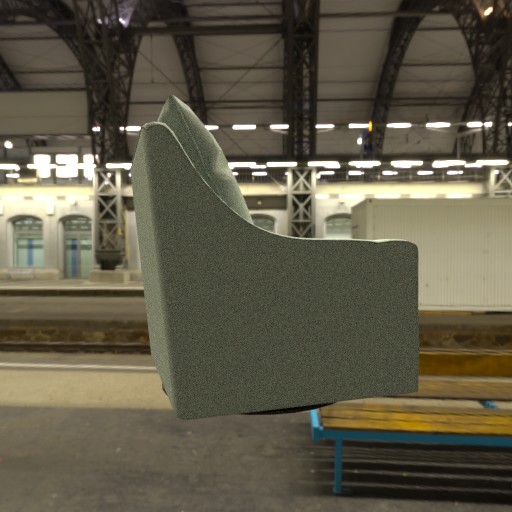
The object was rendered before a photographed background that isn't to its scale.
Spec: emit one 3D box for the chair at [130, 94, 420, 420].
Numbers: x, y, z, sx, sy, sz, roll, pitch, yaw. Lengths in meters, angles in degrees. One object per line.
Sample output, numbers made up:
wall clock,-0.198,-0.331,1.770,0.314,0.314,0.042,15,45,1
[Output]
chair,0.000,0.000,1.643,0.870,0.926,0.760,0,1,-18
